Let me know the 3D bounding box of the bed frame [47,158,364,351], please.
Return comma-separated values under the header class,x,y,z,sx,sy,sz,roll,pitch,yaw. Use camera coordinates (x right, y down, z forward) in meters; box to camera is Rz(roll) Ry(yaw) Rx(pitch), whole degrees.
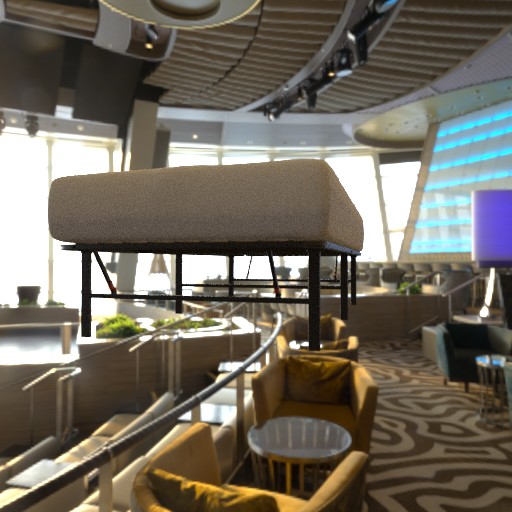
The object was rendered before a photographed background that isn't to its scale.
class,x,y,z,sx,sy,sz,roll,pitch,yaw
bed frame,0.000,0.000,2.347,1.025,0.640,1.908,0,-1,17
